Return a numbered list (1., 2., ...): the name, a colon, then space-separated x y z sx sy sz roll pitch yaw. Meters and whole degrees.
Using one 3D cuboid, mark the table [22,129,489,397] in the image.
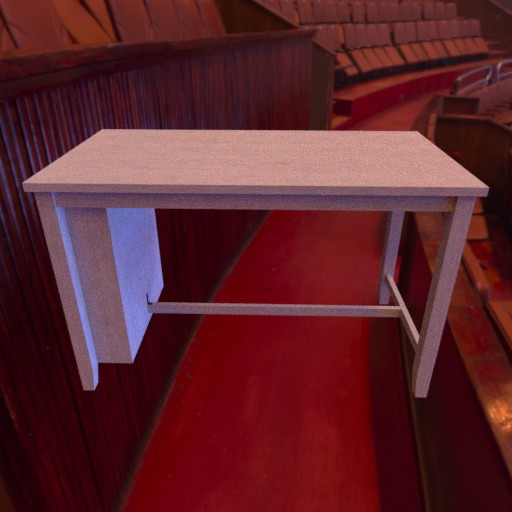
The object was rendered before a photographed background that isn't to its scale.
1. table: 0.000 0.000 1.853 1.397 0.874 0.729 1 28 1
